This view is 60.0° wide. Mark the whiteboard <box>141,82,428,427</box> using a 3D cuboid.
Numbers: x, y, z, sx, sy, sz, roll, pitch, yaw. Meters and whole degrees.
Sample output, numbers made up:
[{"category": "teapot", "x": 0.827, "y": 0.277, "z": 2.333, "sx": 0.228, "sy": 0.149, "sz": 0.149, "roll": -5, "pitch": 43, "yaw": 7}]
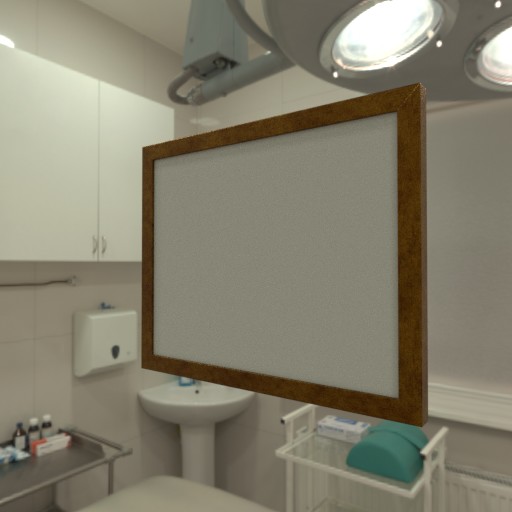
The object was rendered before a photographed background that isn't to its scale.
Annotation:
[{"category": "whiteboard", "x": 0.000, "y": 0.000, "z": 0.763, "sx": 0.561, "sy": 0.457, "sz": 0.029, "roll": -1, "pitch": -1, "yaw": 36}]
